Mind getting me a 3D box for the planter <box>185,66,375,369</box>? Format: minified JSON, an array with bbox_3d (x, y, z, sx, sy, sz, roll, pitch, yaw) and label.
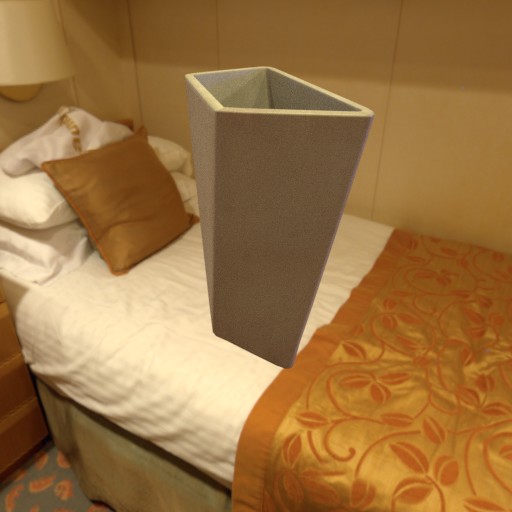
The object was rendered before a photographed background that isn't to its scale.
[{"bbox_3d":[0.000,0.000,0.272,0.060,0.197,0.150,-7,31,-13],"label":"planter"}]
